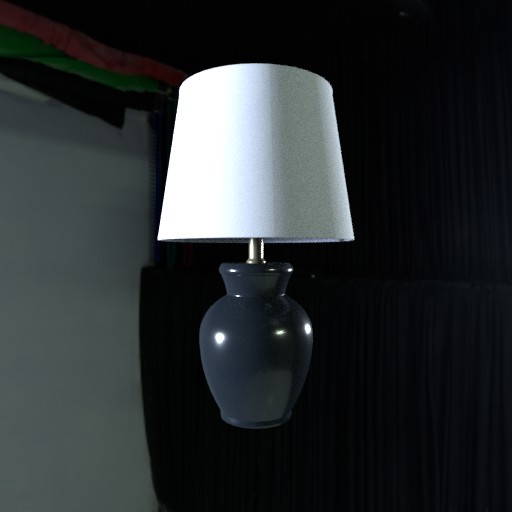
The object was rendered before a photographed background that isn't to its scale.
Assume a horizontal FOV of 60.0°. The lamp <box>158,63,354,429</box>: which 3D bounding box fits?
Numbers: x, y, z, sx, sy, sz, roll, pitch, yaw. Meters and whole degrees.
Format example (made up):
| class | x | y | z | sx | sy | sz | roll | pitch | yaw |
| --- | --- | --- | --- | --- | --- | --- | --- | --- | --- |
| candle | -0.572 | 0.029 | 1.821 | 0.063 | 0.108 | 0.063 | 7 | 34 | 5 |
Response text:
| class | x | y | z | sx | sy | sz | roll | pitch | yaw |
| --- | --- | --- | --- | --- | --- | --- | --- | --- | --- |
| lamp | 0.000 | 0.000 | 0.553 | 0.239 | 0.399 | 0.239 | 0 | 1 | 0 |
